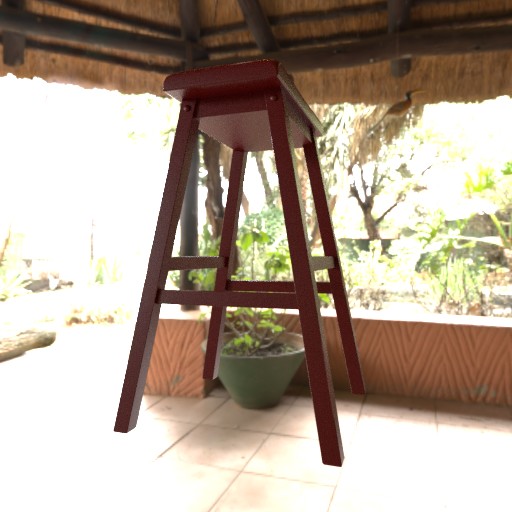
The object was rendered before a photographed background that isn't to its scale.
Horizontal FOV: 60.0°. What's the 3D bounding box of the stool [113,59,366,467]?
[{"bbox_3d":[0.000,0.000,1.065,0.476,0.737,0.457,0,0,19],"label":"stool"}]
